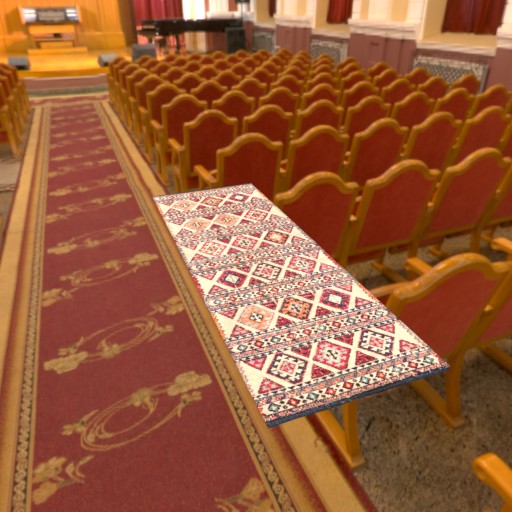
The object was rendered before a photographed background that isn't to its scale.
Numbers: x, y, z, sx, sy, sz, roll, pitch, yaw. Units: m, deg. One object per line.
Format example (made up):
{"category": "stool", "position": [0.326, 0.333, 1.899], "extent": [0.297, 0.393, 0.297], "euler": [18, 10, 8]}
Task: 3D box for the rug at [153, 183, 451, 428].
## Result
{"category": "rug", "position": [0.000, 0.000, 2.668], "extent": [0.832, 0.008, 2.362], "euler": [-11, 31, -18]}
